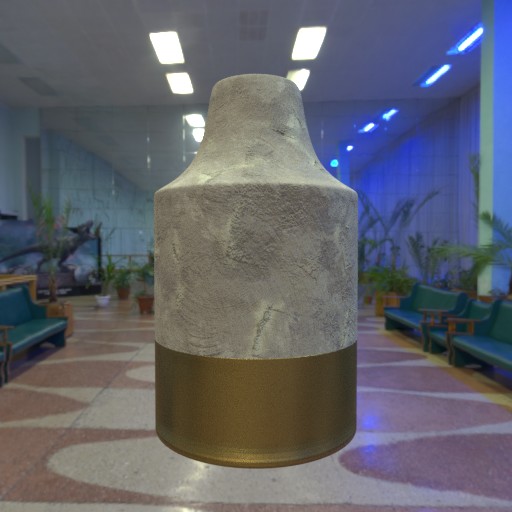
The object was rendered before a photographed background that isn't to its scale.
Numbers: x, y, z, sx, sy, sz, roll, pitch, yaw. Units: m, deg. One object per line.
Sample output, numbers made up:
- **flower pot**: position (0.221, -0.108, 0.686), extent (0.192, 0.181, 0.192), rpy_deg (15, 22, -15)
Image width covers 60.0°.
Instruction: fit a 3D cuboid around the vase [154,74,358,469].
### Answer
- **vase**: position (0.000, 0.000, 0.410), extent (0.184, 0.305, 0.184), rpy_deg (0, 2, 0)
